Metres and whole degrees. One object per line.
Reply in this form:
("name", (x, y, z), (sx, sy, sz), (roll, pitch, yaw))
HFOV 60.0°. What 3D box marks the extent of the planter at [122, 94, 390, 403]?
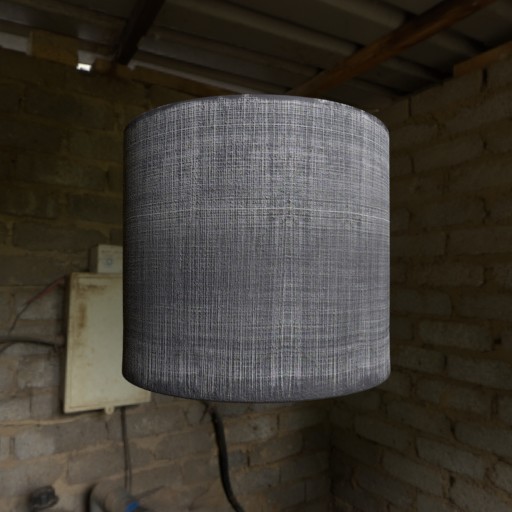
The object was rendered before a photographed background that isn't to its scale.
("planter", (0.000, 0.000, 0.438), (0.254, 0.221, 0.254), (0, -2, 0))
